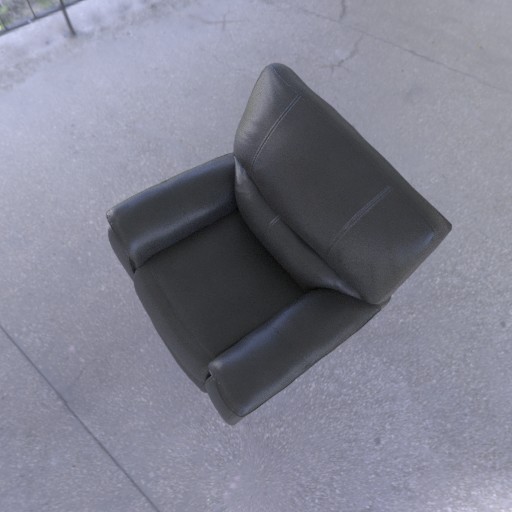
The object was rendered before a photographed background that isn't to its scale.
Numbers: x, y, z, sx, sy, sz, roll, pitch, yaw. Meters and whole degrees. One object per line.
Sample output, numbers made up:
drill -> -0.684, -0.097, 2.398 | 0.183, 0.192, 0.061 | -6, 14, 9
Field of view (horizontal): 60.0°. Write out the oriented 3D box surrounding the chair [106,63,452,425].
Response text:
chair -> 0.000, 0.000, 2.004 | 1.087, 1.109, 1.096 | -33, 68, -15
